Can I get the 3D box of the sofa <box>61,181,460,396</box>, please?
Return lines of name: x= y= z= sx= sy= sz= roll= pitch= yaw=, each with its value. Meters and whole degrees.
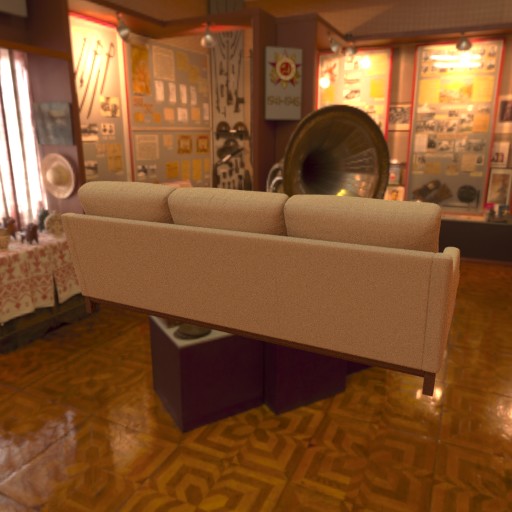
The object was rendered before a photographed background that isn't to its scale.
sofa: x=0.000 y=0.000 z=2.795 sx=2.321 sy=0.913 sz=1.000 roll=8 pitch=17 yaw=26
